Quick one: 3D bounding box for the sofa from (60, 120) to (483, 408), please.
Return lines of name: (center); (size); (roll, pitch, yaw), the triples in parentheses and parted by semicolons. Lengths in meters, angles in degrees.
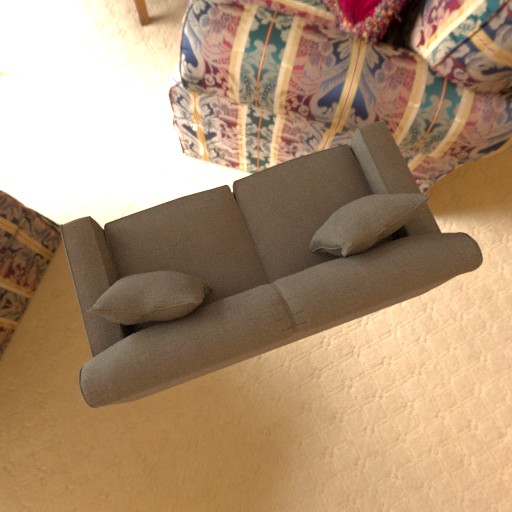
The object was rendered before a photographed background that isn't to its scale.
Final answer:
sofa: (0.000, 0.000, 2.400); (1.846, 0.958, 1.000); (-19, 75, -5)
